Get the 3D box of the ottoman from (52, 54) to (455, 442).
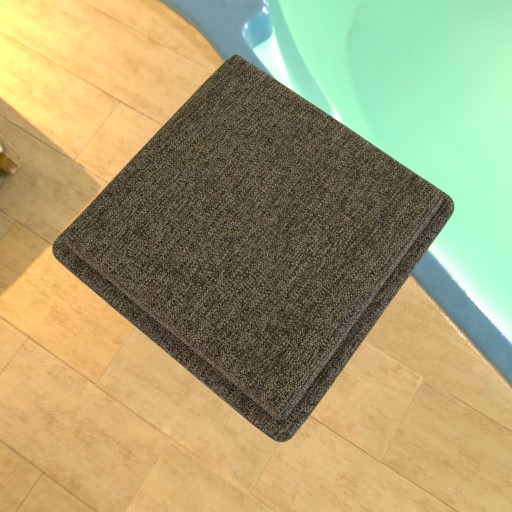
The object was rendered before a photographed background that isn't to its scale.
[{"bbox_3d":[0.000,0.000,0.828,0.450,0.463,0.450,37,78,9],"label":"ottoman"}]
